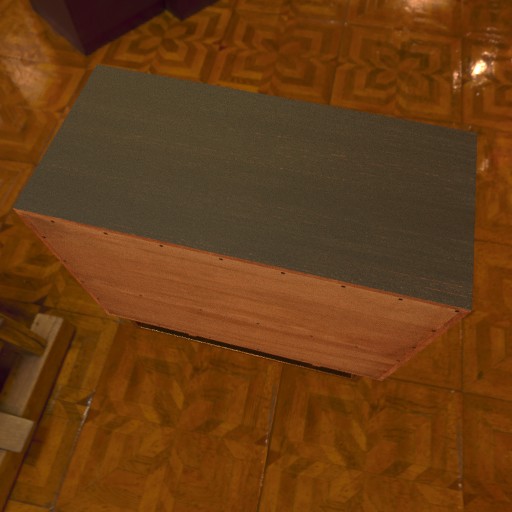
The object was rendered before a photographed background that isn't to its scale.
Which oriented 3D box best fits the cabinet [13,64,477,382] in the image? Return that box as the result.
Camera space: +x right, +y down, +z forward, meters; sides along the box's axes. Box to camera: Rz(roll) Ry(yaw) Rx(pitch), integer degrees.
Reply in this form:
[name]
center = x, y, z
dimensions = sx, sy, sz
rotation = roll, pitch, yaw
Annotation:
[cabinet]
center = 0.000, 0.000, 1.368
dimensions = 0.950, 0.860, 0.451
rotation = 12, 64, 6
